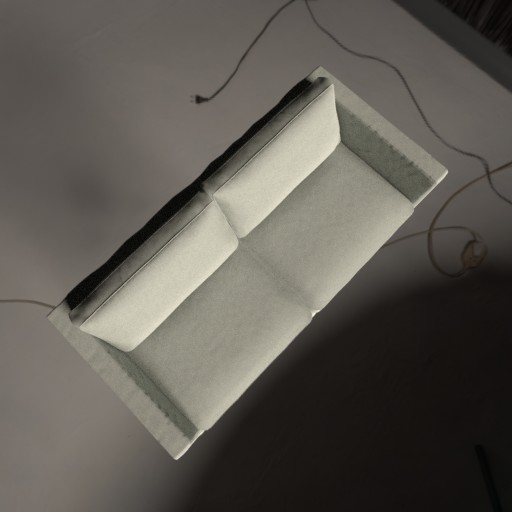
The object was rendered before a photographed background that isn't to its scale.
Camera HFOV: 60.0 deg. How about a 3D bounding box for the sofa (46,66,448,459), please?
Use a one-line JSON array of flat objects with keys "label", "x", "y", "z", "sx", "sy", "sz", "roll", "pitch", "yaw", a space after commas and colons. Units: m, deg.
[{"label": "sofa", "x": 0.000, "y": 0.000, "z": 2.498, "sx": 0.940, "sy": 0.870, "sz": 1.987, "roll": 43, "pitch": 80, "yaw": 10}]
